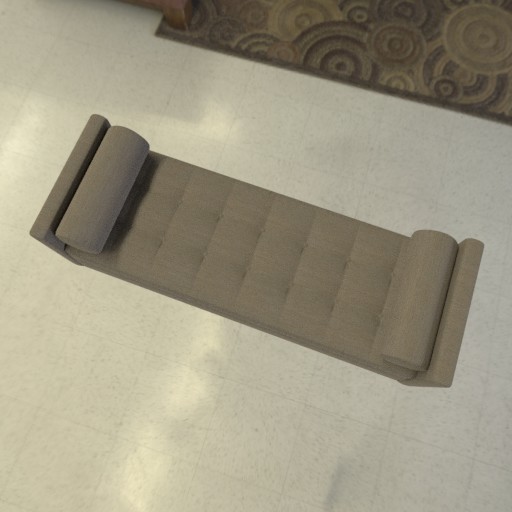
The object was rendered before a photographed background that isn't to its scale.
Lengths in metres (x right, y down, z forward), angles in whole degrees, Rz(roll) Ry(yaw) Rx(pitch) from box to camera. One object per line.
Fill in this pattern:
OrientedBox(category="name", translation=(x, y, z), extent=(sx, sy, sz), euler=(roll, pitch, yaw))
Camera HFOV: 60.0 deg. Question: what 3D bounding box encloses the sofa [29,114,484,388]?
OrientedBox(category="sofa", translation=(0.000, 0.000, 2.307), extent=(1.981, 0.635, 0.686), euler=(19, 75, 5))
